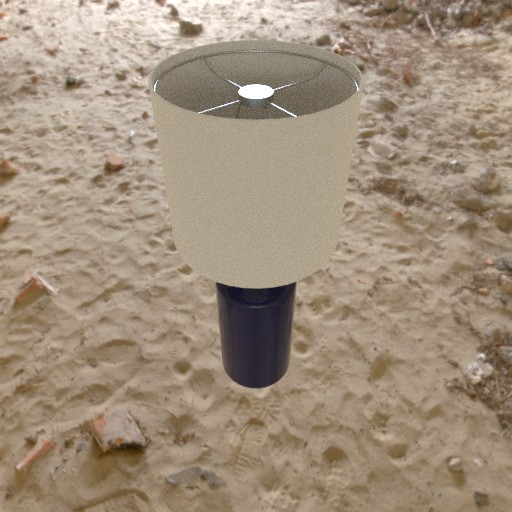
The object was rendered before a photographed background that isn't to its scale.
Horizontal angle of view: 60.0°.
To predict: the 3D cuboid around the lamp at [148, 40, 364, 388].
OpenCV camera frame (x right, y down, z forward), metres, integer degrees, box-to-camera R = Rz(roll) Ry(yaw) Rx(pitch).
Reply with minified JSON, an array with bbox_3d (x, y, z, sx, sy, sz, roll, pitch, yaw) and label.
[{"bbox_3d":[0.000,0.000,0.607,0.212,0.493,0.212,-27,49,-27],"label":"lamp"}]
